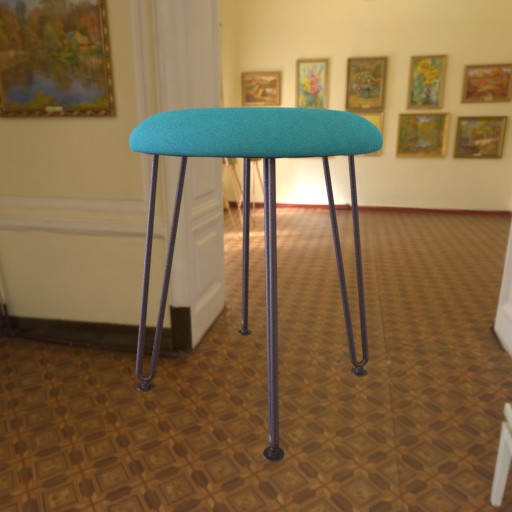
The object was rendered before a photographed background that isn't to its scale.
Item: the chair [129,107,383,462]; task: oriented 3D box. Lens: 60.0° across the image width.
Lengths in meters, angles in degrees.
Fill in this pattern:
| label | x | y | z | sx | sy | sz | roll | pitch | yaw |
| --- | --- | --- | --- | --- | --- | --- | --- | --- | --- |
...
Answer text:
| label | x | y | z | sx | sy | sz | roll | pitch | yaw |
| --- | --- | --- | --- | --- | --- | --- | --- | --- | --- |
| chair | 0.000 | 0.000 | 0.681 | 0.350 | 0.430 | 0.350 | 8 | 18 | 25 |
